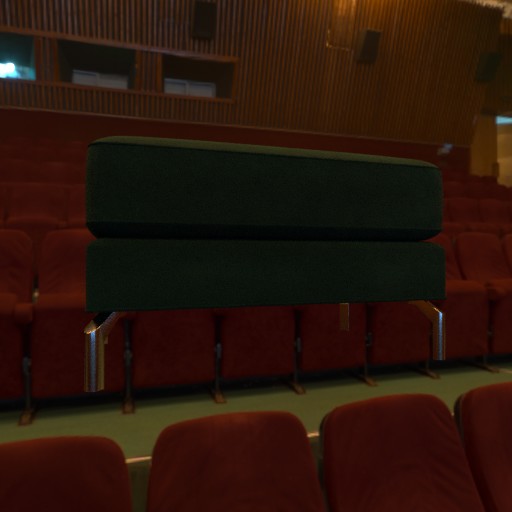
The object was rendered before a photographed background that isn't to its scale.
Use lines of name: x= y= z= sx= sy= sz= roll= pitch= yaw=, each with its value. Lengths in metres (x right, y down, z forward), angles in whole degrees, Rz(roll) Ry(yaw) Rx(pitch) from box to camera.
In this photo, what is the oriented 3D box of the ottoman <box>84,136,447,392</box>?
ottoman: x=0.000 y=0.000 z=1.244 sx=0.886 sy=0.533 sz=0.536 roll=0 pitch=0 yaw=-18
